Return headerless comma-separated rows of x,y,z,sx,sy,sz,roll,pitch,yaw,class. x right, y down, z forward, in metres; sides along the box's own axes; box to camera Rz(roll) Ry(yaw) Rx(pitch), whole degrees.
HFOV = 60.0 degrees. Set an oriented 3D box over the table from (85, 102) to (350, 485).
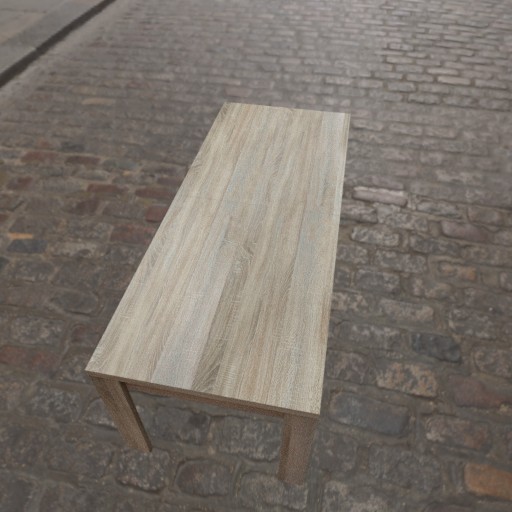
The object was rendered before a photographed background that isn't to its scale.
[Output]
0.000,0.000,2.671,0.900,0.790,2.200,8,46,8,table
